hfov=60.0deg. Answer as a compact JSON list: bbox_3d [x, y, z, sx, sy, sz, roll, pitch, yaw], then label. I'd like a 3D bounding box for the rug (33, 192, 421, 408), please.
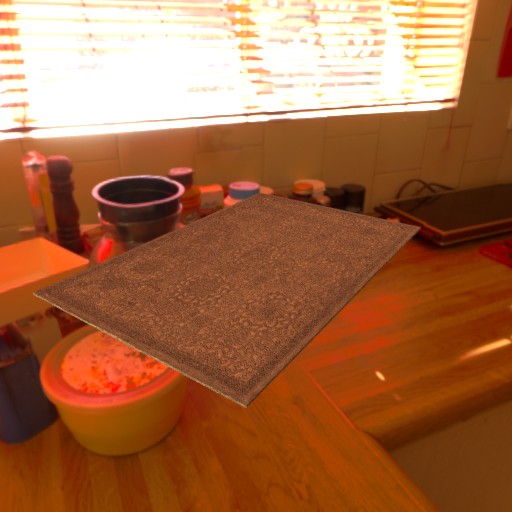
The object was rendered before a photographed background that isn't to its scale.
[{"bbox_3d":[0.000,0.000,2.380,1.208,0.012,1.819,17,31,31],"label":"rug"}]
